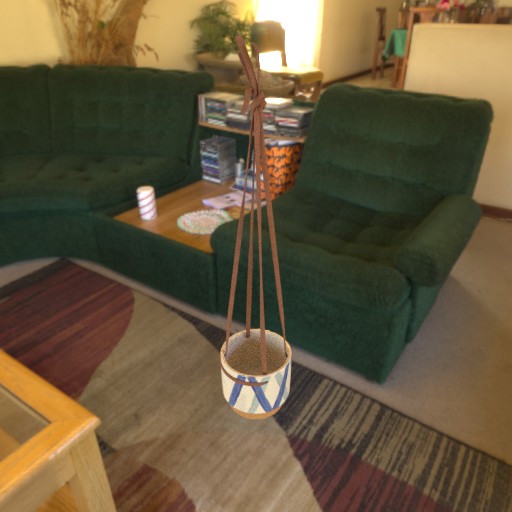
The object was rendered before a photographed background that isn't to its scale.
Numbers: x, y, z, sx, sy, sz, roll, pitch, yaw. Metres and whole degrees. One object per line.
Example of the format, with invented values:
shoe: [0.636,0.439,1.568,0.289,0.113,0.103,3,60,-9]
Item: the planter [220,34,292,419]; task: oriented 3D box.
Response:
planter: [0.000,0.000,0.832,0.153,0.753,0.157,8,31,14]
